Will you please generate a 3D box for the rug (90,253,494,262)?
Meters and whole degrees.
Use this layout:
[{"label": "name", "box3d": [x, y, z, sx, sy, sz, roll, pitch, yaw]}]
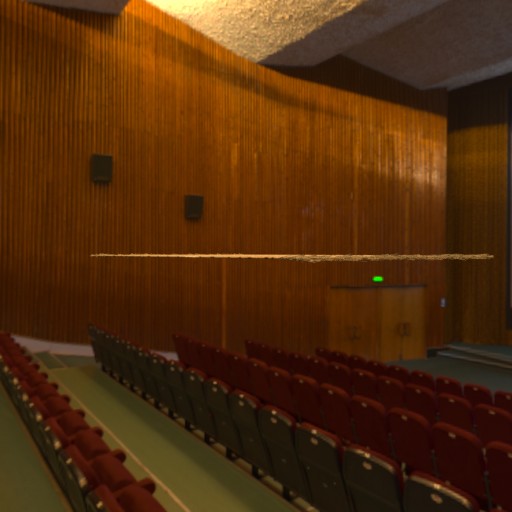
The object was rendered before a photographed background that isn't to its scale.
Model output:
[{"label": "rug", "box3d": [0.000, 0.000, 2.461, 1.224, 0.028, 2.023, 0, 0, -37]}]
